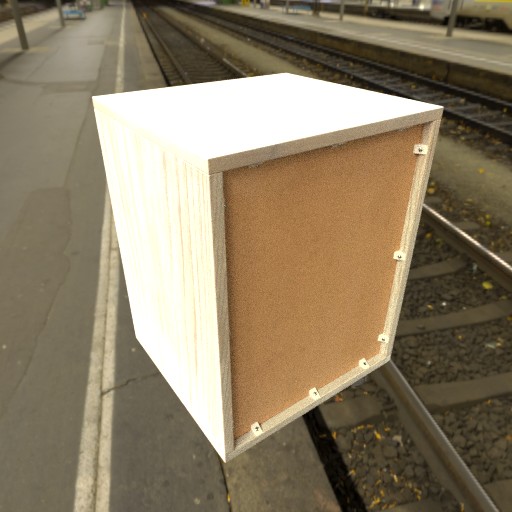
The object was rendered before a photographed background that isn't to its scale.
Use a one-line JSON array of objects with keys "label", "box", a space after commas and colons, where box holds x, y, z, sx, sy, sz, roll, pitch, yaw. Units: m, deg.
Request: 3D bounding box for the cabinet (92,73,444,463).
[{"label": "cabinet", "box": [0.000, 0.000, 0.855, 0.409, 0.579, 0.401, -20, 37, -30]}]
